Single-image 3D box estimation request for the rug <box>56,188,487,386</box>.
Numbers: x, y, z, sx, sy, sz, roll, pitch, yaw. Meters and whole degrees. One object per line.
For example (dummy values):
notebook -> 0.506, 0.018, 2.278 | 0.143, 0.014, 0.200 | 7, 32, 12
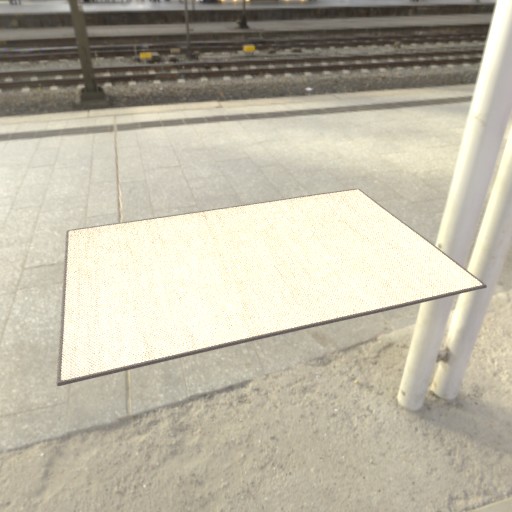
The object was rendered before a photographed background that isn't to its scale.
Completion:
rug -> 0.000, 0.000, 2.043 | 1.676, 0.013, 1.067 | -10, 33, -16
